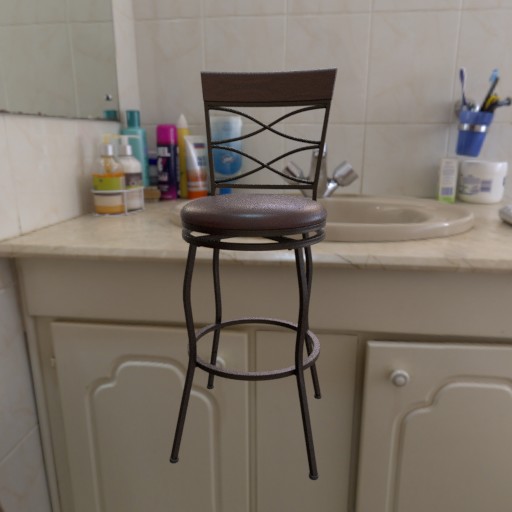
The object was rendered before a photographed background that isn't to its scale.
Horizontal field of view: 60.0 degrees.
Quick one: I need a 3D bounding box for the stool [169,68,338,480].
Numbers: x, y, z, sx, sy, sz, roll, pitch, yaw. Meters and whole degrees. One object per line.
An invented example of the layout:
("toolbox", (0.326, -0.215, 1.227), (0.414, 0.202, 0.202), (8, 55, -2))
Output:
("stool", (0.000, 0.000, 1.358), (0.448, 1.130, 0.513), (2, 14, 9))
